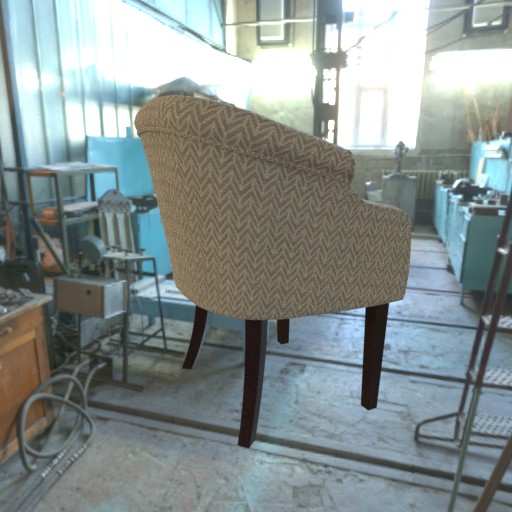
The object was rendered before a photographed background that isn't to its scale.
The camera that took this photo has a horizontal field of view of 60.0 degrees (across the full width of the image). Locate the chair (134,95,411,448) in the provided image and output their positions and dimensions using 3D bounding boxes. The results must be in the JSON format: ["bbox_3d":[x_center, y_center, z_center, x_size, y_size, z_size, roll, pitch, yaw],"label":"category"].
[{"bbox_3d":[0.000,0.000,1.297,0.613,0.858,0.686,-7,16,-27],"label":"chair"}]
